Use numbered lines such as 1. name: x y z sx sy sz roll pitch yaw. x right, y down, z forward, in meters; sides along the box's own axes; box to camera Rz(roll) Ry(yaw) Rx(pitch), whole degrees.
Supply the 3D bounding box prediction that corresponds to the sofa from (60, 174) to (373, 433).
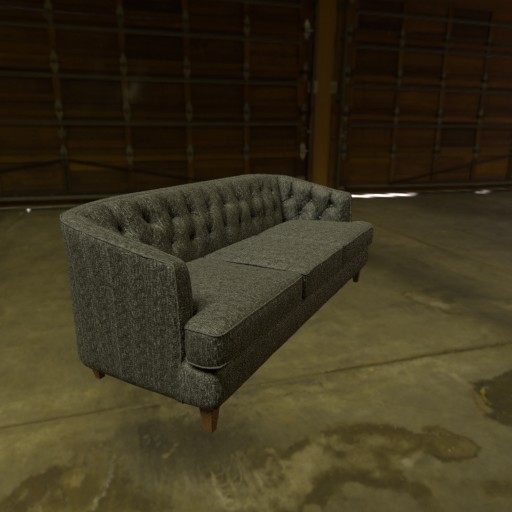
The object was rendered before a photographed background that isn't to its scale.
1. sofa: 0.000 0.000 2.736 0.941 0.855 2.278 8 17 27
